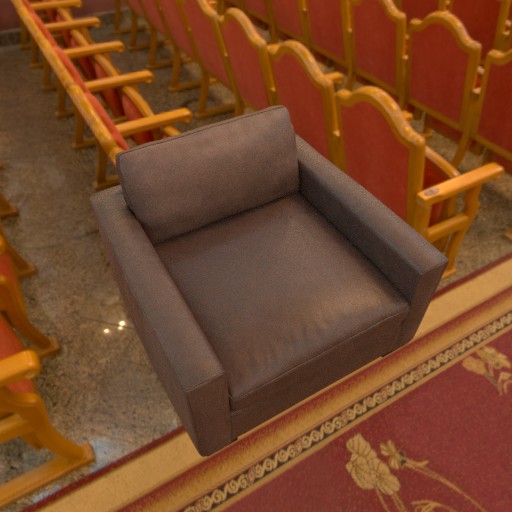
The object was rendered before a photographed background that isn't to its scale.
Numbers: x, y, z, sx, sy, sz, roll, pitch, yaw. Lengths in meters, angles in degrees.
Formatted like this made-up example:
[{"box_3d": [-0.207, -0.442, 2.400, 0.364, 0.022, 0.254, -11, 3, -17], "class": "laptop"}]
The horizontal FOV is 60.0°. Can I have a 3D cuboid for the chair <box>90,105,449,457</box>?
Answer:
[{"box_3d": [0.000, 0.000, 1.860, 1.100, 0.812, 1.069, -22, 50, -20], "class": "chair"}]
